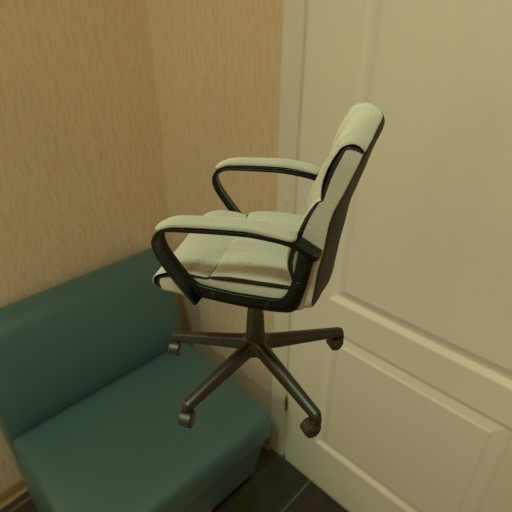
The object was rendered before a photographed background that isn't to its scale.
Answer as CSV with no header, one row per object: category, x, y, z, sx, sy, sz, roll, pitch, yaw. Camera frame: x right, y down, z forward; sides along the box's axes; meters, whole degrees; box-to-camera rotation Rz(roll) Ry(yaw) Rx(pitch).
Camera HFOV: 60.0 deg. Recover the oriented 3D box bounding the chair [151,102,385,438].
chair,0.000,0.000,1.515,0.717,1.004,0.739,8,32,13
